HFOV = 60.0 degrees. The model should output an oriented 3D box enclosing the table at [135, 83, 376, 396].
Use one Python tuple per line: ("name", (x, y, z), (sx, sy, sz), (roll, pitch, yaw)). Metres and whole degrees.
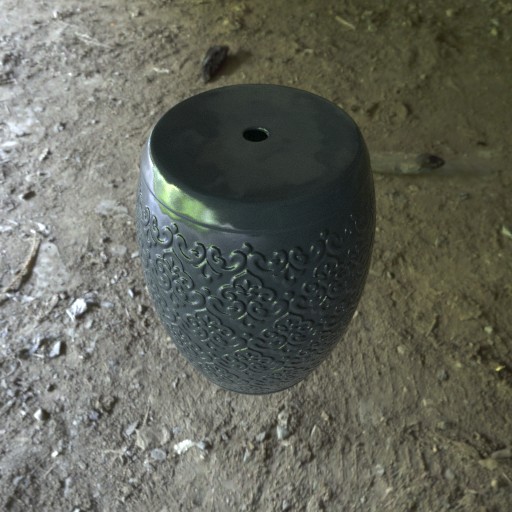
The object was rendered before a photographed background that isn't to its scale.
("table", (0.000, 0.000, 0.624), (0.309, 0.397, 0.309), (0, 48, 0))
